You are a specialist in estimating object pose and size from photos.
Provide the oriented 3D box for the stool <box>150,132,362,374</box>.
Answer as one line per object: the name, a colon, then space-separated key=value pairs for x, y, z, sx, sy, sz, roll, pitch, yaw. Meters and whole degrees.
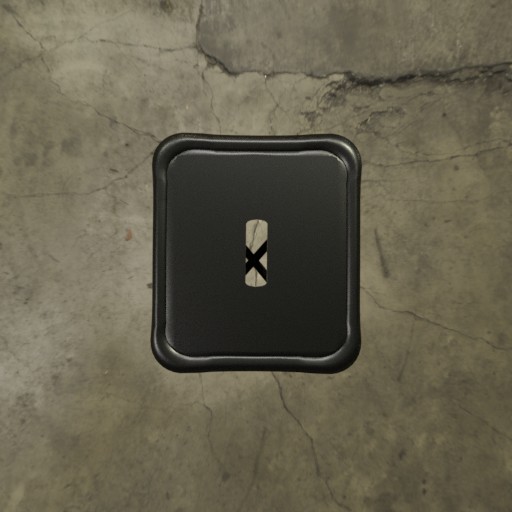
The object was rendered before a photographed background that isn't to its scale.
stool: x=0.000 y=0.000 z=0.834 sx=0.359 sy=0.609 sz=0.399 roll=0 pitch=89 yaw=0
